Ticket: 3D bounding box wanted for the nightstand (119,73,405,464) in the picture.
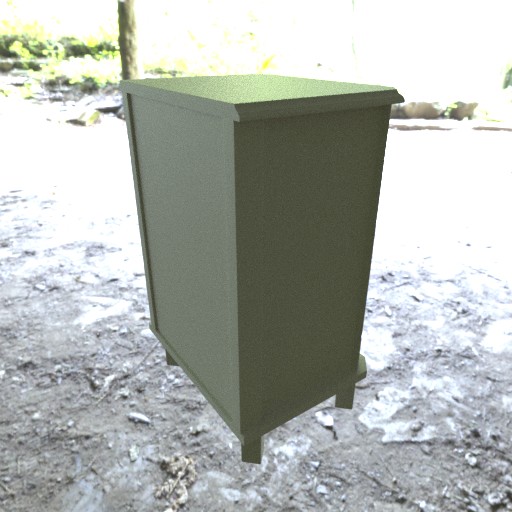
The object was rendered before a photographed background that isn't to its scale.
[{"bbox_3d":[0.000,0.000,0.935,0.351,0.681,0.435,-17,31,-31],"label":"nightstand"}]
